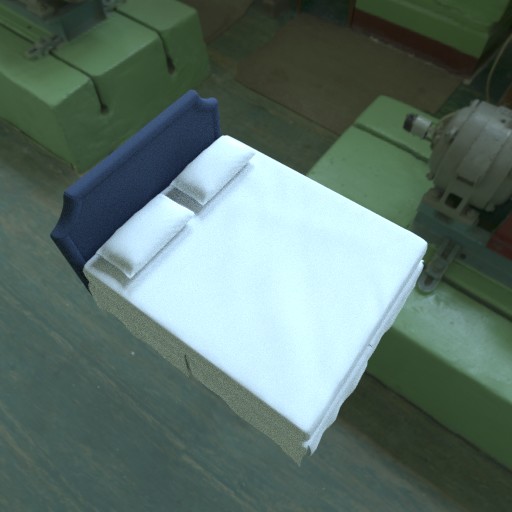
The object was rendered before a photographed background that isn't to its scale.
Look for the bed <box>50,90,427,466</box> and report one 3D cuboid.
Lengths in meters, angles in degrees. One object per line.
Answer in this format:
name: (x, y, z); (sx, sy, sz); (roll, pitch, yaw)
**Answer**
bed: (0.000, 0.000, 4.194); (2.773, 1.488, 2.350); (32, 64, 18)
